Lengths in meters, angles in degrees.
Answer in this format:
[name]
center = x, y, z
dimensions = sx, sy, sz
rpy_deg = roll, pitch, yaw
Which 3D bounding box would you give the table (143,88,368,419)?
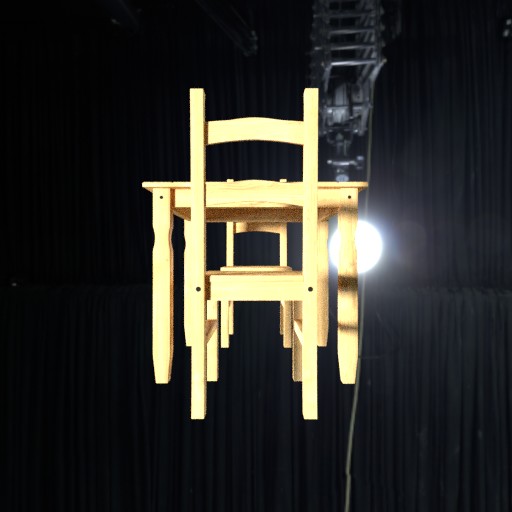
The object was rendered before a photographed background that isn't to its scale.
[table]
center = 0.000, 0.000, 2.001
dimensions = 0.813, 0.942, 1.501
rpy_deg = 0, 0, 0
